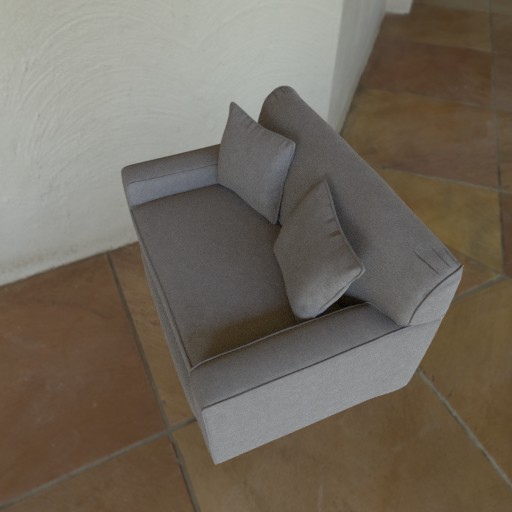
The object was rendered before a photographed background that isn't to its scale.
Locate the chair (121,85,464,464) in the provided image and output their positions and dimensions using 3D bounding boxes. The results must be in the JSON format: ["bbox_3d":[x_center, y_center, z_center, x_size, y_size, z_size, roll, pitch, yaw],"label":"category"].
[{"bbox_3d":[0.000,0.000,2.059,0.992,0.953,1.395,-17,50,-15],"label":"chair"}]
